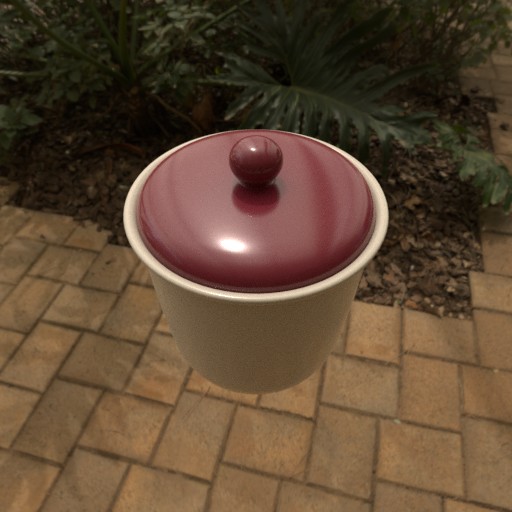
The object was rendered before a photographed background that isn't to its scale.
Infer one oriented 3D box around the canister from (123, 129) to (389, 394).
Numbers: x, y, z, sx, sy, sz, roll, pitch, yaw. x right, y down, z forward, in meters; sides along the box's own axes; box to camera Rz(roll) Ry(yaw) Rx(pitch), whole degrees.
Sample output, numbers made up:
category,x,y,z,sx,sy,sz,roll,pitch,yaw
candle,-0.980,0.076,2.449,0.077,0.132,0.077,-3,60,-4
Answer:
category,x,y,z,sx,sy,sz,roll,pitch,yaw
canister,0.000,0.000,0.352,0.182,0.208,0.182,0,47,0
